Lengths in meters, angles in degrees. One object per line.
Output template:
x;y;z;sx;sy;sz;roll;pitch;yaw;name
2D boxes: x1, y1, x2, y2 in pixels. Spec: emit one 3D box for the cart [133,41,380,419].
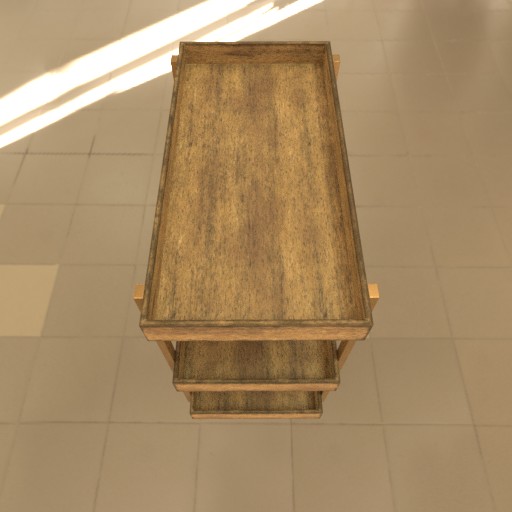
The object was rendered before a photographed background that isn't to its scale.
0.000;0.000;1.234;0.416;0.799;0.750;0;58;0;cart
